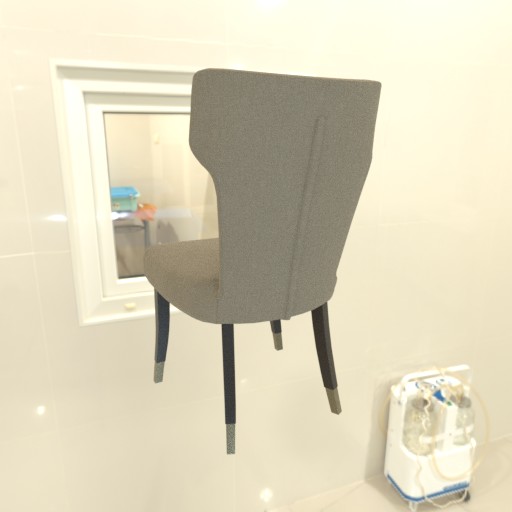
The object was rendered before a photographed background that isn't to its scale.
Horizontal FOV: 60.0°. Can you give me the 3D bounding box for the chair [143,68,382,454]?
[{"bbox_3d":[0.000,0.000,1.305,0.526,0.955,0.630,-8,17,-28],"label":"chair"}]
